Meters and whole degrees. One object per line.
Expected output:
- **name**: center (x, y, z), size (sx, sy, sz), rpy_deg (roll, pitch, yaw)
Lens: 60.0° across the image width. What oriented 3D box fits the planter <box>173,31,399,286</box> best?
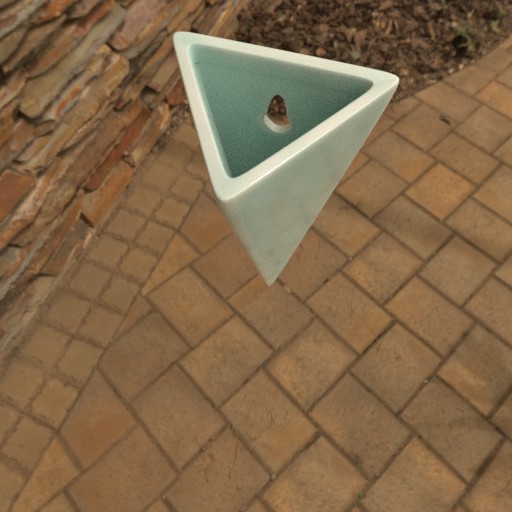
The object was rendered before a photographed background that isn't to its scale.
- **planter**: center (0.000, 0.000, 0.213), size (0.080, 0.178, 0.064), rpy_deg (16, 61, 9)
